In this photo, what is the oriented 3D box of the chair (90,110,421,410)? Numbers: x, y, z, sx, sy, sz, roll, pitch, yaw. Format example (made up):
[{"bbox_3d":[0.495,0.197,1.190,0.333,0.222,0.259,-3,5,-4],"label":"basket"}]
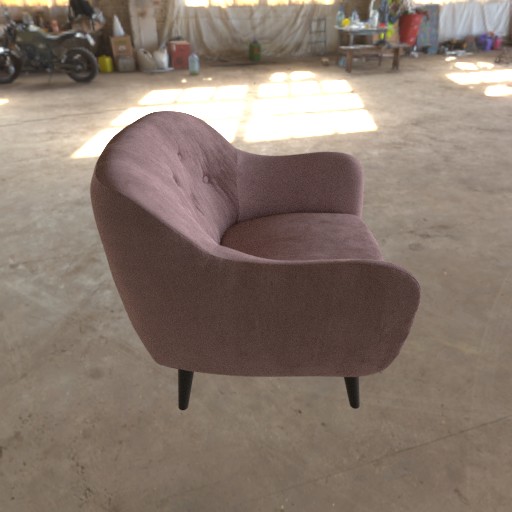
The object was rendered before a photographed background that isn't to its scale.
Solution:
[{"bbox_3d":[0.000,0.000,1.453,0.820,0.820,0.840,1,32,2],"label":"chair"}]
